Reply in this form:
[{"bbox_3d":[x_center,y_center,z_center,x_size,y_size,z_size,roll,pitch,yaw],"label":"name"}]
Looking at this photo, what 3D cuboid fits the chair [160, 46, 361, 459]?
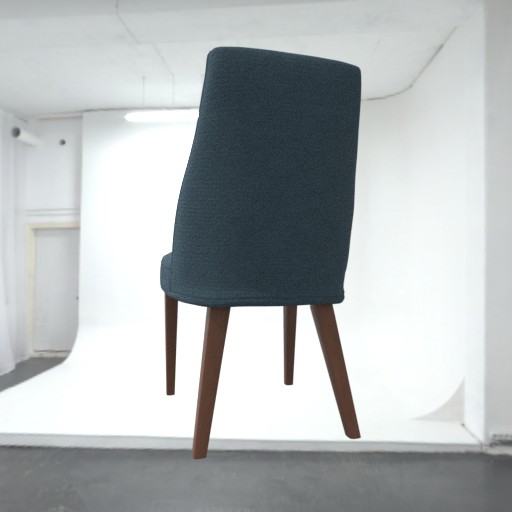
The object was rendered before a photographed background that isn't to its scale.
[{"bbox_3d":[0.000,0.000,1.276,0.500,0.930,0.620,0,-1,-17],"label":"chair"}]
